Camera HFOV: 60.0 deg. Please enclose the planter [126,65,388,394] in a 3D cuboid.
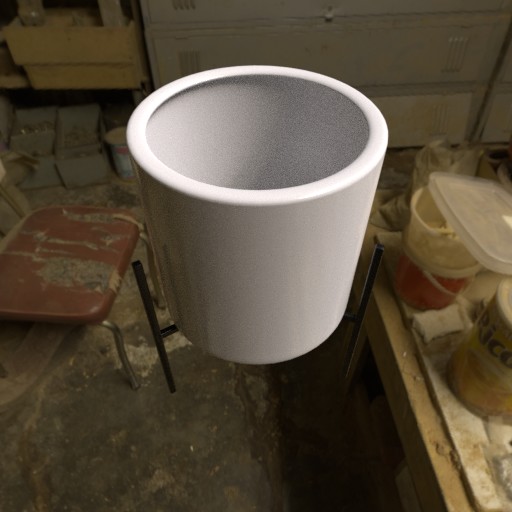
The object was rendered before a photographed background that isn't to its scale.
[{"bbox_3d":[0.000,0.000,0.508,0.239,0.356,0.239,-3,46,-3],"label":"planter"}]
